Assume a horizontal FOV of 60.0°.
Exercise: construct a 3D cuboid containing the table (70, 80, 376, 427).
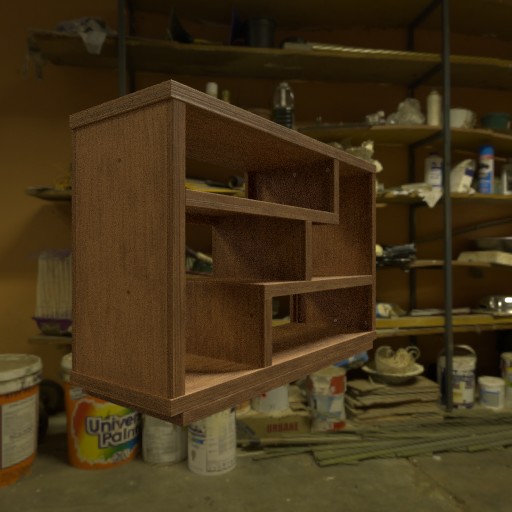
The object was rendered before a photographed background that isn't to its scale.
[{"bbox_3d":[0.000,0.000,1.549,0.410,0.771,1.151,0,0,37],"label":"table"}]
